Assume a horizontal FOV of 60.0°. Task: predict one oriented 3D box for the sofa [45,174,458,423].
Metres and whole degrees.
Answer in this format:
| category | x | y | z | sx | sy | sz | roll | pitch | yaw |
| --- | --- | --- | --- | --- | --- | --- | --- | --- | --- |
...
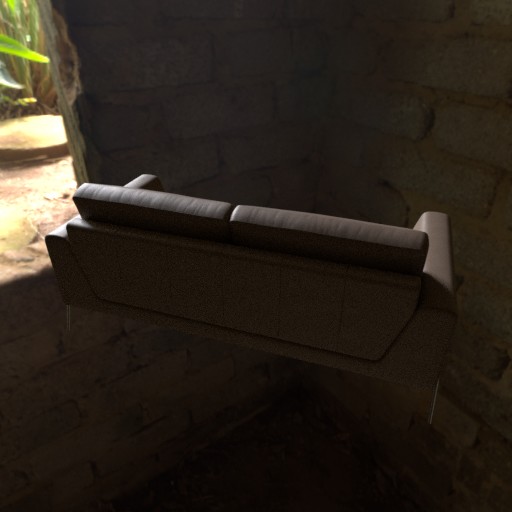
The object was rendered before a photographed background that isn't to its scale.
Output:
| category | x | y | z | sx | sy | sz | roll | pitch | yaw |
| --- | --- | --- | --- | --- | --- | --- | --- | --- | --- |
| sofa | 0.000 | 0.000 | 2.467 | 2.017 | 0.875 | 0.953 | 10 | 32 | 16 |
